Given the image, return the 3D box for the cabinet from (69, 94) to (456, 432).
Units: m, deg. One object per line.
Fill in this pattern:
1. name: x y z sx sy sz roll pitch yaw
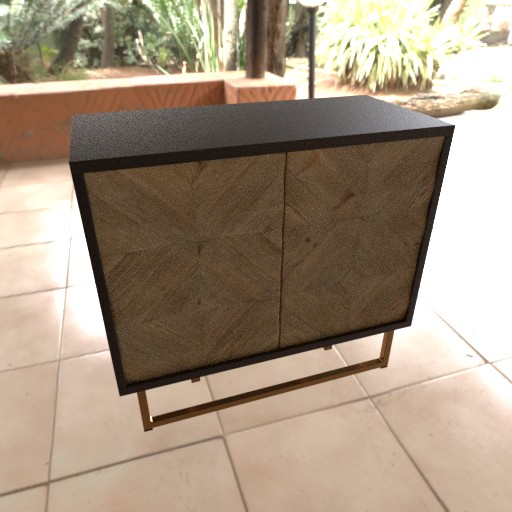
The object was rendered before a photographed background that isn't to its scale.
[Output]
1. cabinet: 0.000 0.000 1.424 0.950 0.860 0.451 -10 31 -16
